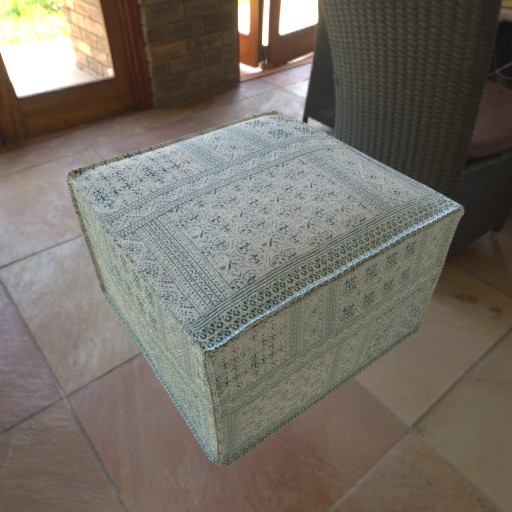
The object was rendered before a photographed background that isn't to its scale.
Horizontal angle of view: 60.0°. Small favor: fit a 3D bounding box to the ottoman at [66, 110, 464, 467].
[{"bbox_3d":[0.000,0.000,1.057,0.626,0.439,0.617,-26,47,-26],"label":"ottoman"}]
